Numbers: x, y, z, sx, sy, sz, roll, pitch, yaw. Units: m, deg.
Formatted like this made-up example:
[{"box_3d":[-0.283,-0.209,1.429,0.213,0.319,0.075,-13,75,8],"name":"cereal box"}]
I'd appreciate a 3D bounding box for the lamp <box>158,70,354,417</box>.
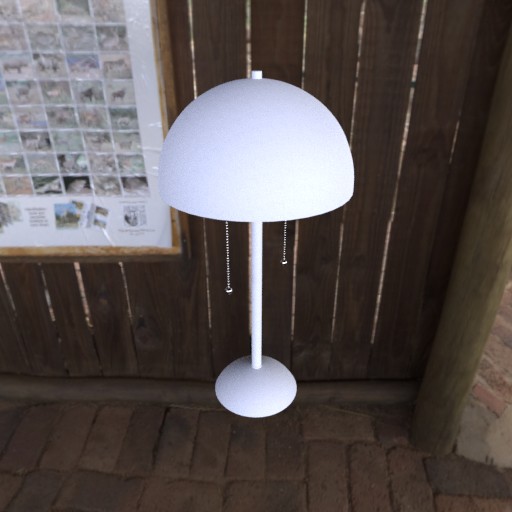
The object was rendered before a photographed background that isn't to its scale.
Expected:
[{"box_3d":[0.000,0.000,0.428,0.171,0.330,0.171,0,27,0],"name":"lamp"}]
